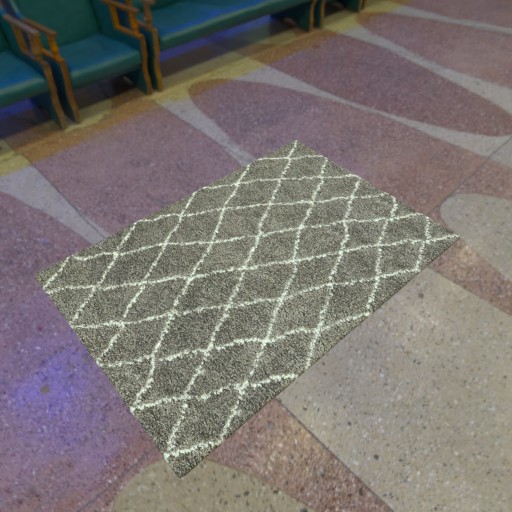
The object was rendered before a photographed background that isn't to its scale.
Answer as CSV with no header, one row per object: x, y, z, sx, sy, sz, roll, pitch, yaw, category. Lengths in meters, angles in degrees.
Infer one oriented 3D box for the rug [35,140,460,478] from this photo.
0.000,0.000,2.225,1.778,0.030,1.219,-33,55,-27,rug
